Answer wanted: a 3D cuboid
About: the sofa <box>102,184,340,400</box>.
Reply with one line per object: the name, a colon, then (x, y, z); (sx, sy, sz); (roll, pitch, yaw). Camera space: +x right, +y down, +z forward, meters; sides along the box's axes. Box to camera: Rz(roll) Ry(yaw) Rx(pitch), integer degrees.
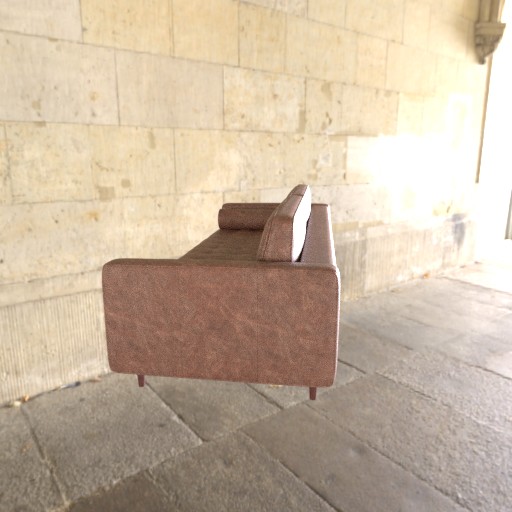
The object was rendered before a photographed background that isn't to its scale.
sofa: (0.000, 0.000, 2.694); (0.914, 0.762, 2.210); (2, 13, 8)
